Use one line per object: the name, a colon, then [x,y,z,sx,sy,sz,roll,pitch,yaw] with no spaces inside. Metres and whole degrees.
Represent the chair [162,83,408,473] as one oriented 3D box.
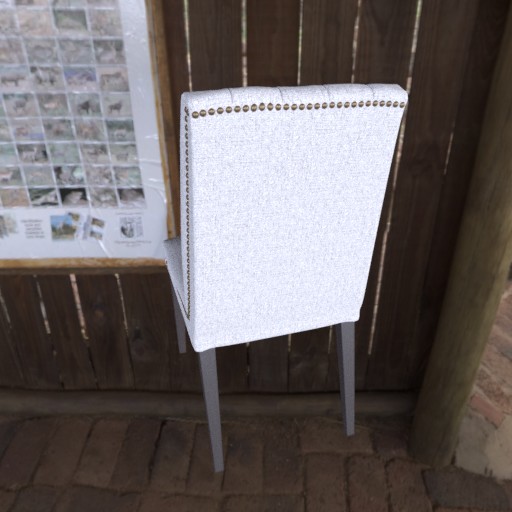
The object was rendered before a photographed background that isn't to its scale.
chair: [0.000,0.000,1.352,0.511,1.016,0.647,-8,27,-16]
